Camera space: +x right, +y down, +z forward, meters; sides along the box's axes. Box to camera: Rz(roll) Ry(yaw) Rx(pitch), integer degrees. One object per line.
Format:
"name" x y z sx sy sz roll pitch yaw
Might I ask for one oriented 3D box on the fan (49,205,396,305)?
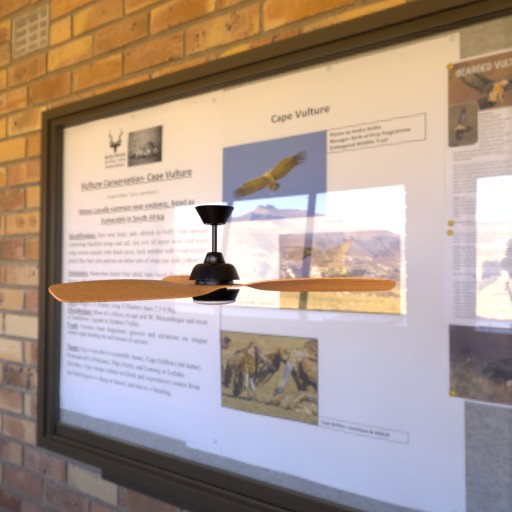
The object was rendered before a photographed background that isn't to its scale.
"fan" 0.000 0.000 1.628 1.010 0.355 1.142 0 -2 0
